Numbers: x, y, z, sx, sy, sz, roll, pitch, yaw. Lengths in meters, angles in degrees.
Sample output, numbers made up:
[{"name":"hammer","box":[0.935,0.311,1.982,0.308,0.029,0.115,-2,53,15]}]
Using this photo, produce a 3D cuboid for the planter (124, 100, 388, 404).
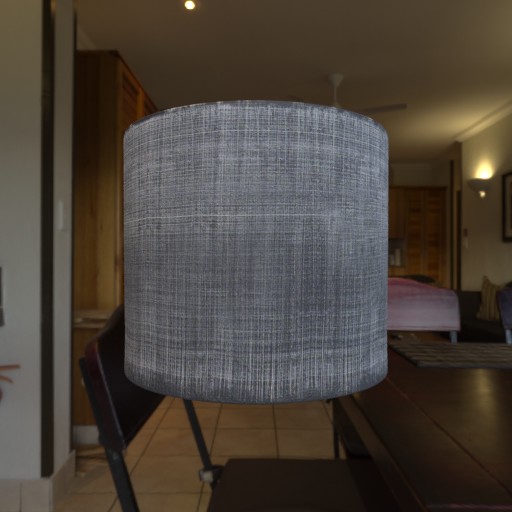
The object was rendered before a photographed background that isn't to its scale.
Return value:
[{"name":"planter","box":[0.000,0.000,0.443,0.254,0.221,0.254,0,-1,0]}]
